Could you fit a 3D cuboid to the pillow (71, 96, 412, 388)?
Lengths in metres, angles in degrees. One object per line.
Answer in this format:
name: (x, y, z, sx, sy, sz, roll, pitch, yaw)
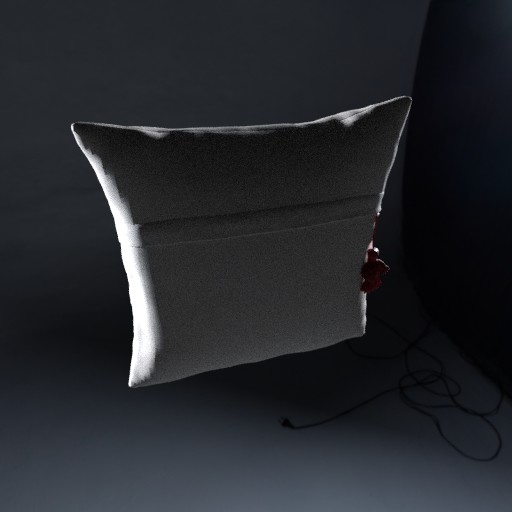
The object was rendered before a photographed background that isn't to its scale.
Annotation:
pillow: (0.000, 0.000, 0.664, 0.433, 0.436, 0.173, -10, 33, -15)
